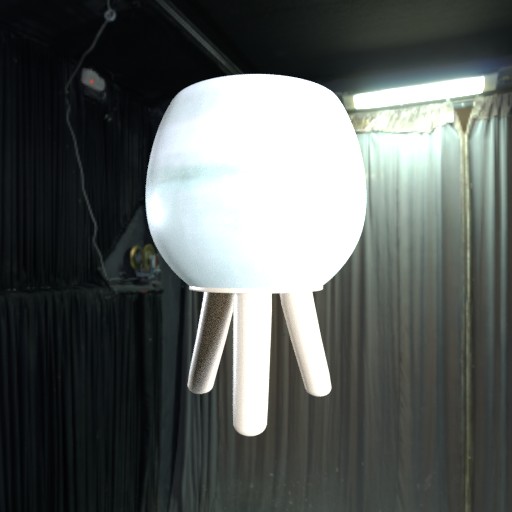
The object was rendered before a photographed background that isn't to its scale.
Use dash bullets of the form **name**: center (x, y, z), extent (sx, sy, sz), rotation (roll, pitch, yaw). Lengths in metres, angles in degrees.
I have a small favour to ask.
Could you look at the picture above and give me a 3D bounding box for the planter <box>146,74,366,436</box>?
- **planter**: center (0.000, 0.000, 0.333), extent (0.161, 0.224, 0.161), rotation (0, -1, 0)
